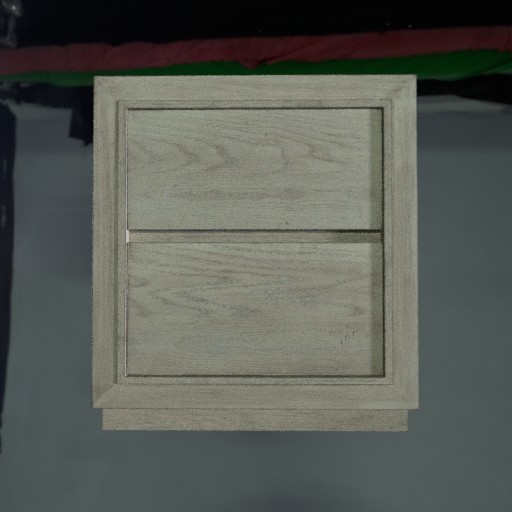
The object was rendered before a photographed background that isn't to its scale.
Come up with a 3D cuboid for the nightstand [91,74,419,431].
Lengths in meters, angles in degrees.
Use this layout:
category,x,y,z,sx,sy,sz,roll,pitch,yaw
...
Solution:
category,x,y,z,sx,sy,sz,roll,pitch,yaw
nightstand,0.000,0.000,1.069,0.612,0.673,0.483,0,-1,1
